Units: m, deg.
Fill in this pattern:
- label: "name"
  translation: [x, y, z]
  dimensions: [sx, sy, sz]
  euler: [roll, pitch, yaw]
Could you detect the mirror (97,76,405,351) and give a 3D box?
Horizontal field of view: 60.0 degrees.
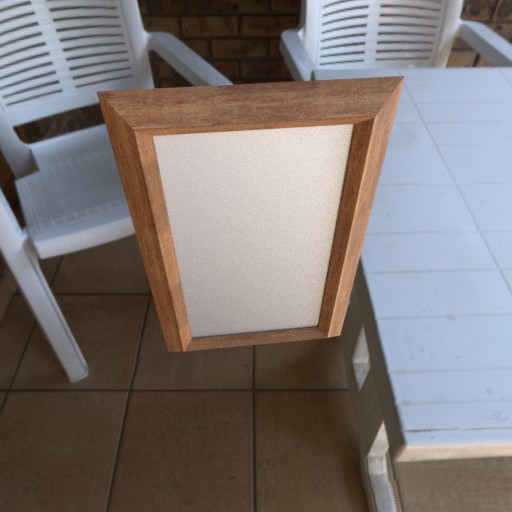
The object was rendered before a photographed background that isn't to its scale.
- label: "mirror"
  translation: [0.000, 0.000, 1.283]
  dimensions: [0.651, 1.010, 0.047]
  euler: [-5, 47, -4]
